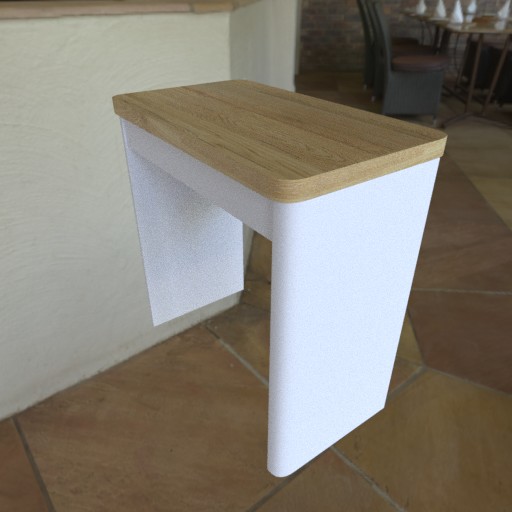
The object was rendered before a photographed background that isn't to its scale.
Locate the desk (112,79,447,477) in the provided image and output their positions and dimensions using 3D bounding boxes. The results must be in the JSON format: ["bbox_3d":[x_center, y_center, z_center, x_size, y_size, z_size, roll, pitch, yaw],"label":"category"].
[{"bbox_3d":[0.000,0.000,1.246,0.440,0.790,0.760,-21,37,-30],"label":"desk"}]
